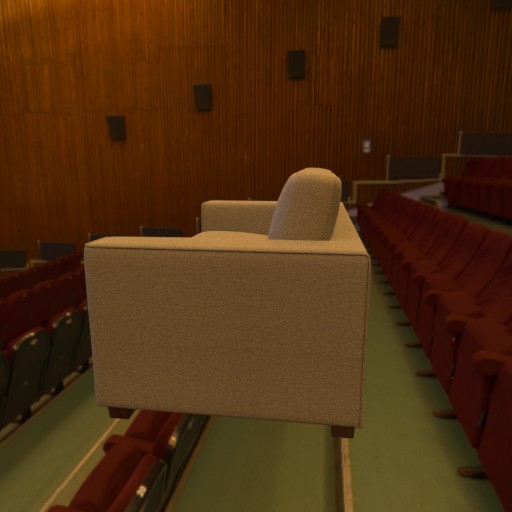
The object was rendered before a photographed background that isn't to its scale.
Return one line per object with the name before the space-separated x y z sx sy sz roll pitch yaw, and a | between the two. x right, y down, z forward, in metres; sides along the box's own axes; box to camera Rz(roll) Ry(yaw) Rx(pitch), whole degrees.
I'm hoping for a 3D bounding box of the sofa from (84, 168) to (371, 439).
sofa | 0.000 0.000 2.394 1.007 0.924 1.812 2 12 8
